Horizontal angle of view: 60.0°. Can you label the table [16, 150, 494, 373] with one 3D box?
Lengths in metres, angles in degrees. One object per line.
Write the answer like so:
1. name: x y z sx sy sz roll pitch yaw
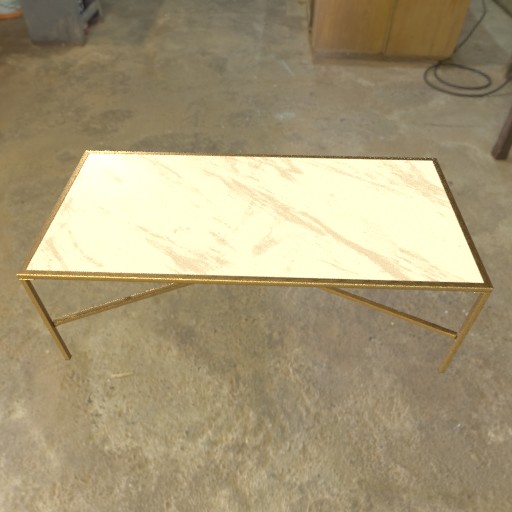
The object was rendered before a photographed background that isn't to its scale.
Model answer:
1. table: 0.000 0.000 1.452 1.197 0.405 0.577 2 46 2
